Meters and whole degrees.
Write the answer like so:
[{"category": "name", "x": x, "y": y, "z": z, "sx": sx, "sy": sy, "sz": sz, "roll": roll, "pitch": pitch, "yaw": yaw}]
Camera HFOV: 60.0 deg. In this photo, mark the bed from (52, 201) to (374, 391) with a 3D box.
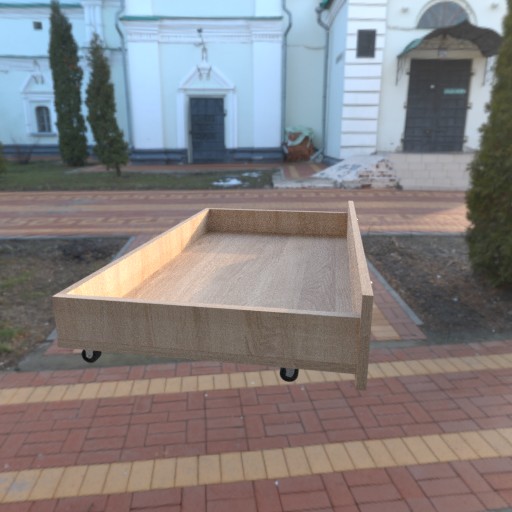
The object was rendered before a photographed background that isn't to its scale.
[{"category": "bed", "x": 0.000, "y": 0.000, "z": 1.473, "sx": 0.685, "sy": 0.209, "sz": 1.200, "roll": 3, "pitch": 16, "yaw": 10}]
